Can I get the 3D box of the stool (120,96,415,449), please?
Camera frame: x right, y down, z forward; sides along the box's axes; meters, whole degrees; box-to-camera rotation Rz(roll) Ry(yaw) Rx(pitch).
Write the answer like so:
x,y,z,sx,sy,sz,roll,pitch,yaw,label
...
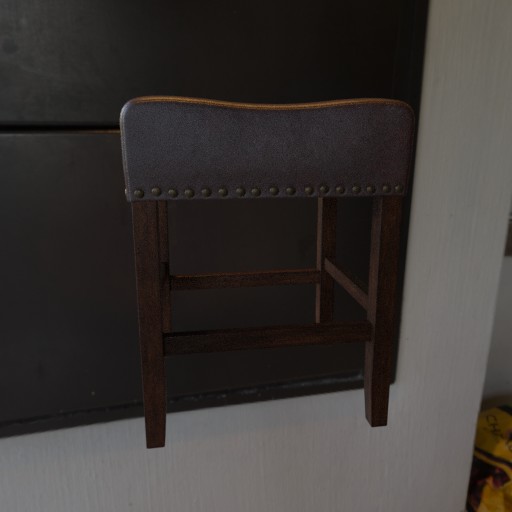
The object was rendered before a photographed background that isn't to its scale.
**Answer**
x,y,z,sx,sy,sz,roll,pitch,yaw,label
0.000,0.000,0.934,0.465,0.608,0.397,-2,16,-8,stool
